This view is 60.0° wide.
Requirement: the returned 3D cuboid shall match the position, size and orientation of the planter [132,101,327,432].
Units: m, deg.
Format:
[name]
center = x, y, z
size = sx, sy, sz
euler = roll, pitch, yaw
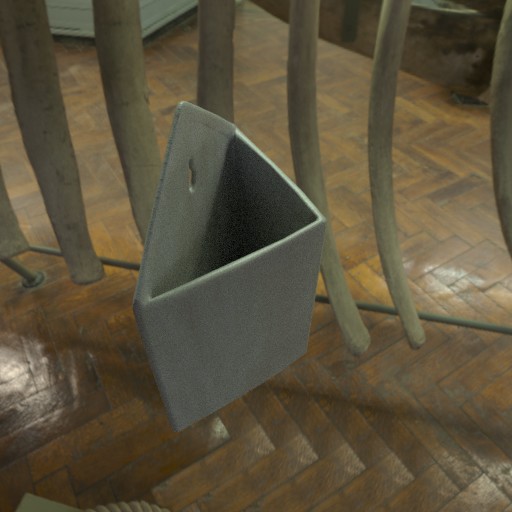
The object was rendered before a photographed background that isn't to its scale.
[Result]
[planter]
center = 0.000, 0.000, 0.274
size = 0.080, 0.194, 0.163
euler = 10, 47, 9
